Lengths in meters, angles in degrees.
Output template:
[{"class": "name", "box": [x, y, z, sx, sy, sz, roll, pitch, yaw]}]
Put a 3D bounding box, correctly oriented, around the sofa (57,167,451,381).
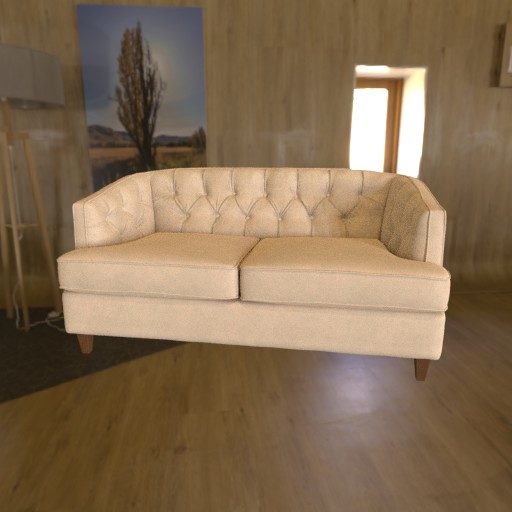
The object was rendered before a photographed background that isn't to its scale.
[{"class": "sofa", "box": [0.000, 0.000, 2.310, 1.731, 0.878, 0.940, 2, 14, 10]}]
